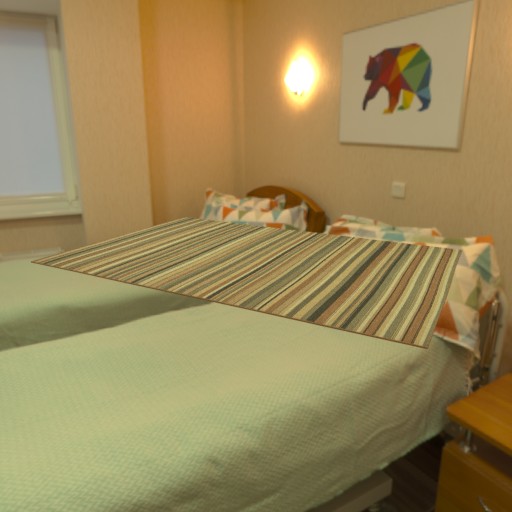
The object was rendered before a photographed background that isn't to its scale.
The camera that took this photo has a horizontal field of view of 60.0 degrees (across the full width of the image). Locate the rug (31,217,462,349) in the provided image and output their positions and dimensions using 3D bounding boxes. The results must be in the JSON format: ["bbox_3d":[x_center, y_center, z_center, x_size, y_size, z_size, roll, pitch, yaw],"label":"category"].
[{"bbox_3d":[0.000,0.000,2.249,1.829,0.008,1.219,9,19,27],"label":"rug"}]
